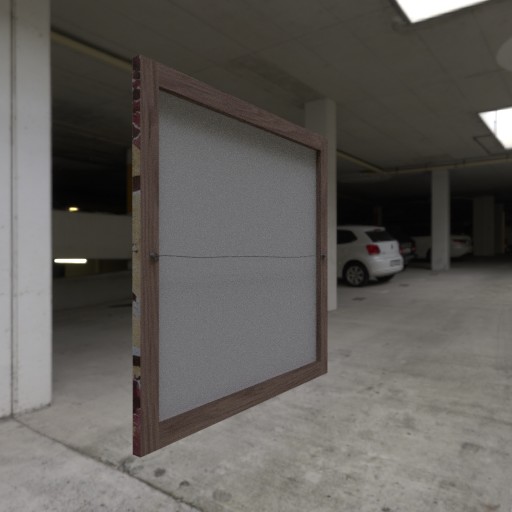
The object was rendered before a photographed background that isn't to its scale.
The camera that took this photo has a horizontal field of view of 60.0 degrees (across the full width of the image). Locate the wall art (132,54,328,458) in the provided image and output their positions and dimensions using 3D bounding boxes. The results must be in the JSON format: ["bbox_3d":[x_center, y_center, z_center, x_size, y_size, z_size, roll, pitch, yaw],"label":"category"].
[{"bbox_3d":[0.000,0.000,1.145,0.028,0.762,0.757,0,0,37],"label":"wall art"}]
